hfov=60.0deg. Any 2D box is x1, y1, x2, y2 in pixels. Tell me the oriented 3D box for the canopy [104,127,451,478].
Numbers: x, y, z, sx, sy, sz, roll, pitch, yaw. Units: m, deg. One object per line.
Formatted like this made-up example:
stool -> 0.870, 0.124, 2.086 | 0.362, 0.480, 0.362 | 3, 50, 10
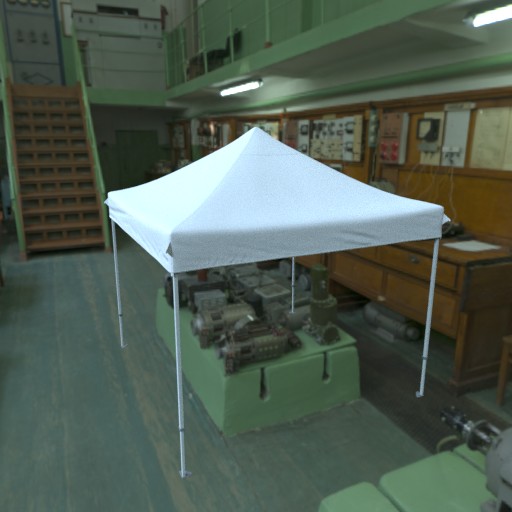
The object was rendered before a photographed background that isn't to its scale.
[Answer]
canopy -> 0.000, 0.000, 5.361 | 2.996, 2.998, 2.994 | -7, 16, -26
